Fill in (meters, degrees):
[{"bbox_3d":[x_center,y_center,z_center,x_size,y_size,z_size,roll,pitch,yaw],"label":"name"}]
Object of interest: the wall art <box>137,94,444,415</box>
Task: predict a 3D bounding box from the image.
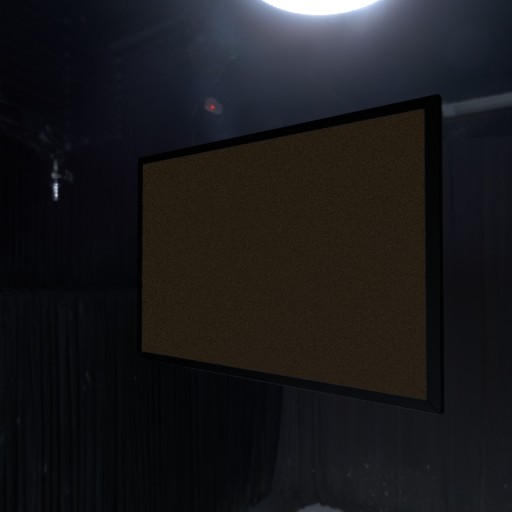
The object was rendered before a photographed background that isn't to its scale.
[{"bbox_3d":[0.000,0.000,0.555,0.440,0.306,0.013,-1,-1,36],"label":"wall art"}]
